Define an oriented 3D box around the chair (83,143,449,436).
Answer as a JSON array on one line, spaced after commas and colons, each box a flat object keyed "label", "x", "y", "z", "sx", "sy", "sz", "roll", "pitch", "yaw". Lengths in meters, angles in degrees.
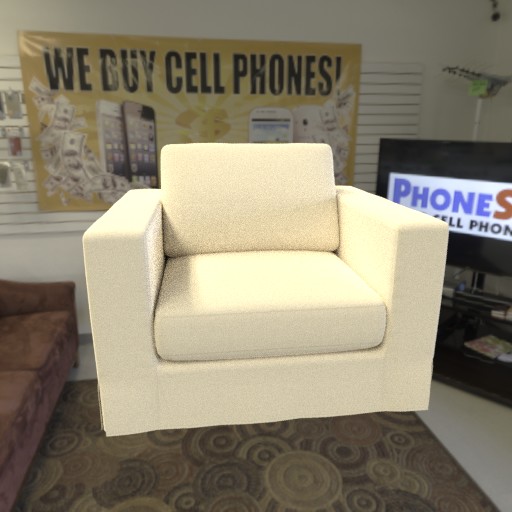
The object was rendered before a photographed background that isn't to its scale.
[{"label": "chair", "x": 0.000, "y": 0.000, "z": 1.805, "sx": 1.150, "sy": 0.878, "sz": 0.957, "roll": -2, "pitch": 16, "yaw": -7}]
